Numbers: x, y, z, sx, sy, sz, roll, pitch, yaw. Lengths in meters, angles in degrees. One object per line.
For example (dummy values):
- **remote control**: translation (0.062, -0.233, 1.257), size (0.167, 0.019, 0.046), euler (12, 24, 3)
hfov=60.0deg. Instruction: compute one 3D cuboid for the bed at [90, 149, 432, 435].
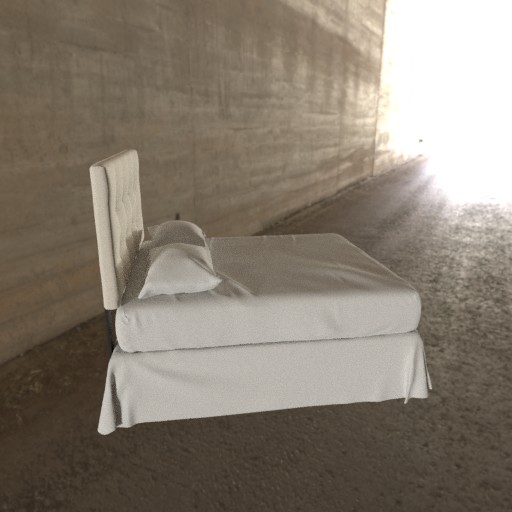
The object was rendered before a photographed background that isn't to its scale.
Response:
- **bed**: translation (0.000, 0.000, 3.497), size (2.222, 1.577, 1.936), euler (-3, 17, -8)
